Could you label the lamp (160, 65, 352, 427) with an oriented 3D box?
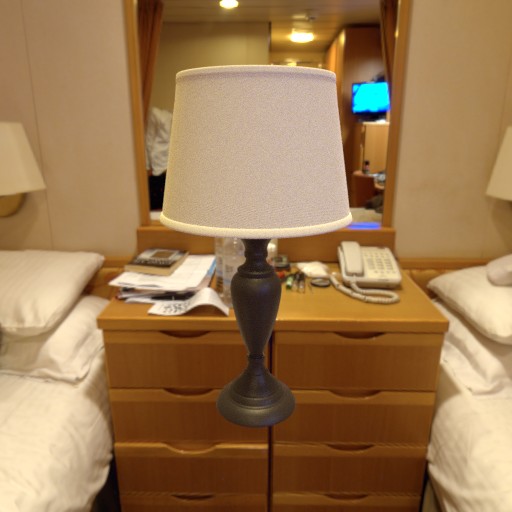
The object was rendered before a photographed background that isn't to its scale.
[{"bbox_3d":[0.000,0.000,0.807,0.335,0.611,0.335,0,16,0],"label":"lamp"}]
